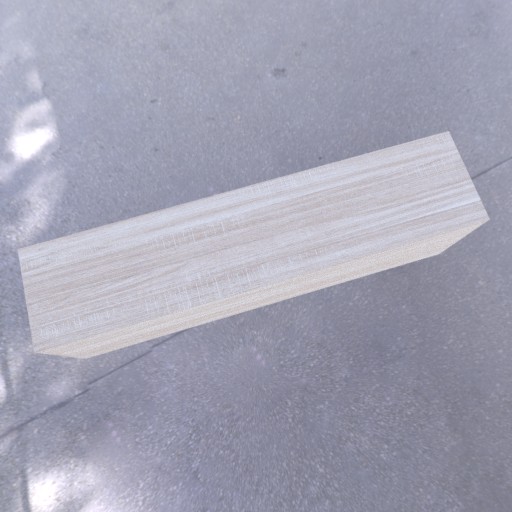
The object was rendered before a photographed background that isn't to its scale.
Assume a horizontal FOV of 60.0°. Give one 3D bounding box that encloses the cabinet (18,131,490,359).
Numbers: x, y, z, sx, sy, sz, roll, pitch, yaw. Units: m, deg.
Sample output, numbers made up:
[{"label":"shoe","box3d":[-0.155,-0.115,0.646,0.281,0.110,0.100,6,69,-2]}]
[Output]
[{"label":"cabinet","box3d":[0.000,0.000,2.488,2.200,0.780,0.500,-16,75,-4]}]
